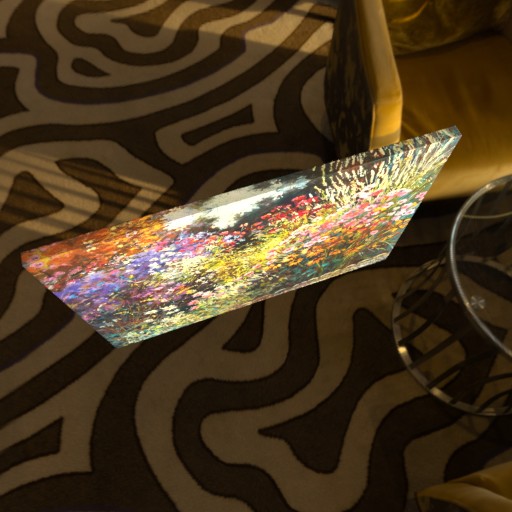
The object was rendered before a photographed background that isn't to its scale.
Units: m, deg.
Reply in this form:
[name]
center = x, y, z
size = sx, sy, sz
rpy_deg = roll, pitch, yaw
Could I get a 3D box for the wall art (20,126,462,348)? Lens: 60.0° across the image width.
[wall art]
center = 0.000, 0.000, 1.435
size = 1.136, 0.760, 0.042
rpy_deg = -18, 65, -8
